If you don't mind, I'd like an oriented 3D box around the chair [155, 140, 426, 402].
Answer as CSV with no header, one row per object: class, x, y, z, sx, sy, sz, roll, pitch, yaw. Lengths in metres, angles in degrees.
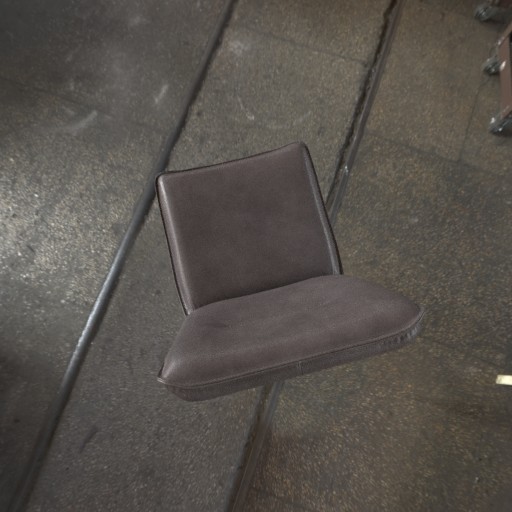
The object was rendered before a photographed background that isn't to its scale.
chair,0.000,0.000,1.311,0.515,0.932,0.688,-14,76,-3
